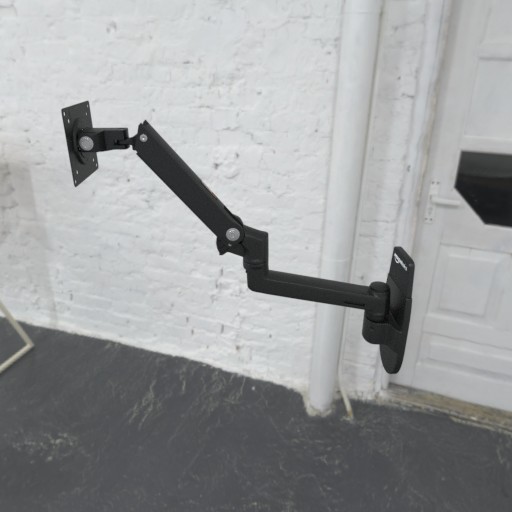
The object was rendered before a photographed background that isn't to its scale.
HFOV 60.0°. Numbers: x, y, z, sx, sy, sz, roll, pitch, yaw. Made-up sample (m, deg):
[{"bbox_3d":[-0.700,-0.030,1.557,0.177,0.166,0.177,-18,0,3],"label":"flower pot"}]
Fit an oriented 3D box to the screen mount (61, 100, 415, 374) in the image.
[{"bbox_3d":[0.000,0.000,0.713,0.495,0.466,0.115,-1,25,-2],"label":"screen mount"}]
